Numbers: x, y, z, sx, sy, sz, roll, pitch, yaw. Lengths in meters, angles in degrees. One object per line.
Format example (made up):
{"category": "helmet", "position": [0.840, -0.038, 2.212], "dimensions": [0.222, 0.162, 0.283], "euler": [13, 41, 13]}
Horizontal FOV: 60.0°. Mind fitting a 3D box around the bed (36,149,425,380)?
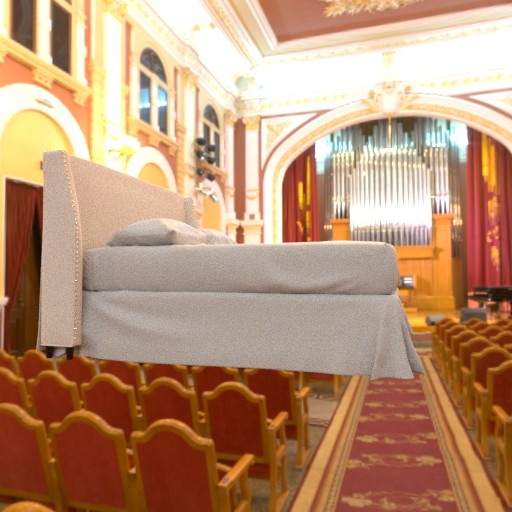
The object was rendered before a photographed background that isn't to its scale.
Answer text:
{"category": "bed", "position": [0.000, 0.000, 3.345], "dimensions": [2.276, 1.332, 1.925], "euler": [-1, -2, 18]}
